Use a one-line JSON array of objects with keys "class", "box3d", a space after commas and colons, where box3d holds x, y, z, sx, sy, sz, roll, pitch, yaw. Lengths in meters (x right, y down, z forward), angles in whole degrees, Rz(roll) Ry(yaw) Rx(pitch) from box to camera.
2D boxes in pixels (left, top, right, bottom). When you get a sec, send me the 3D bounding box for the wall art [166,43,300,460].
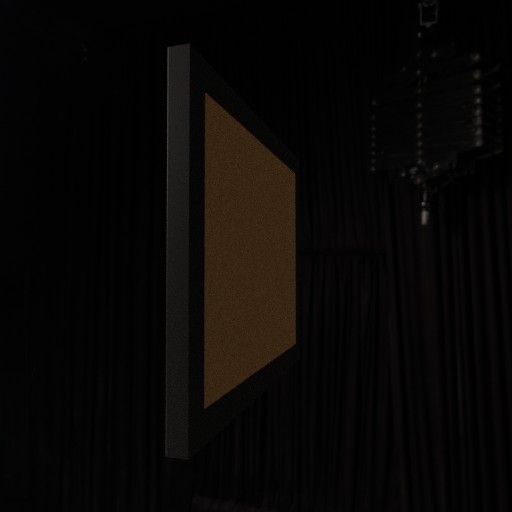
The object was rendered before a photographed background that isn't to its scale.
[{"class": "wall art", "box3d": [0.000, 0.000, 0.758, 0.028, 0.460, 0.561, -1, -2, 18]}]
